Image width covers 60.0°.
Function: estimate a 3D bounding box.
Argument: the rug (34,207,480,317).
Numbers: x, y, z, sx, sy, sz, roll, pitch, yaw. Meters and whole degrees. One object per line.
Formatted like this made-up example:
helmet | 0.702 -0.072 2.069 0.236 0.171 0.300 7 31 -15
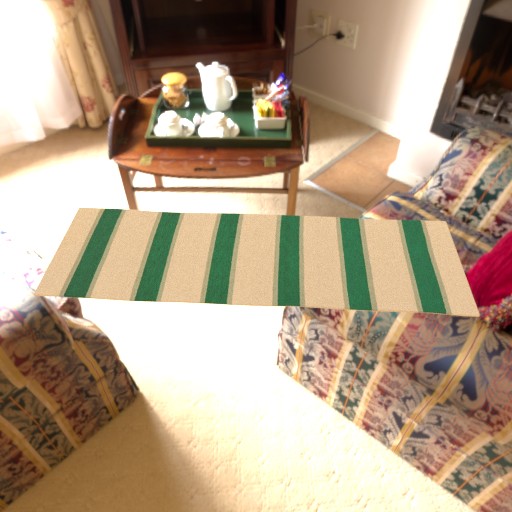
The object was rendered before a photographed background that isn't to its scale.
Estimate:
rug | 0.000 0.000 2.678 2.438 0.012 0.768 2 46 2
